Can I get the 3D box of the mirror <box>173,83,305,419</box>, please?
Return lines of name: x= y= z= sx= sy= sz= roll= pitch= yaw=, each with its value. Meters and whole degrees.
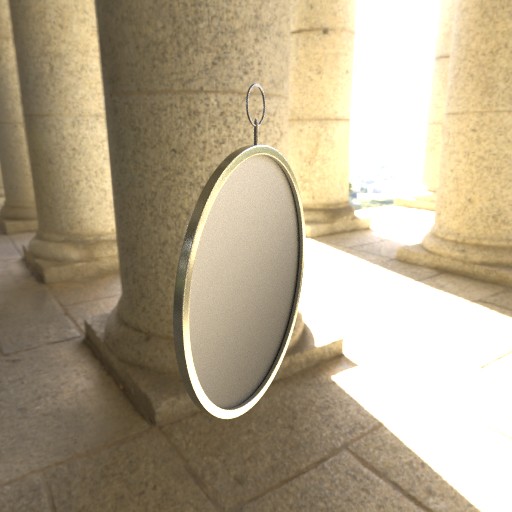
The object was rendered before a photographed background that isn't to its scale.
mirror: x=0.000 y=0.000 z=0.977 sx=0.020 sy=0.713 sz=0.594 roll=7 pitch=17 yaw=25
